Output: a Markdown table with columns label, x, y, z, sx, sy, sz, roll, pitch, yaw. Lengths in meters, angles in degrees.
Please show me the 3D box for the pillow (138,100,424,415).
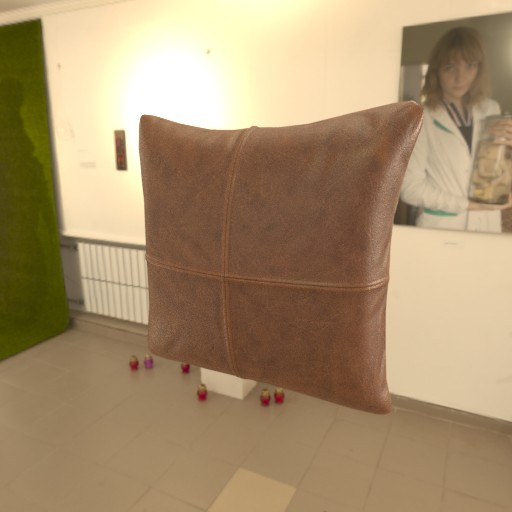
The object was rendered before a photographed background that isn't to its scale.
| label | x | y | z | sx | sy | sz | roll | pitch | yaw |
| --- | --- | --- | --- | --- | --- | --- | --- | --- | --- |
| pillow | 0.000 | 0.000 | 0.732 | 0.484 | 0.470 | 0.192 | 7 | 16 | 25 |
